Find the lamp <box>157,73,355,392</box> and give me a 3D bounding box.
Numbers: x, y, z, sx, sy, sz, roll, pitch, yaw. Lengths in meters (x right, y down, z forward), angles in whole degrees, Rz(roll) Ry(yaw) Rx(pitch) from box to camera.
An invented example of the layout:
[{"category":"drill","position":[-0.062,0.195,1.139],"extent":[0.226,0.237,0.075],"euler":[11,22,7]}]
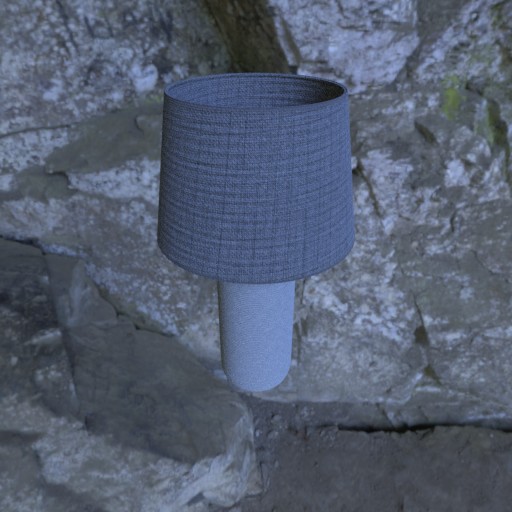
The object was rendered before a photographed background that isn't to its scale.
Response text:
[{"category":"lamp","position":[0.000,0.000,0.594],"extent":[0.251,0.429,0.251],"euler":[0,31,0]}]
